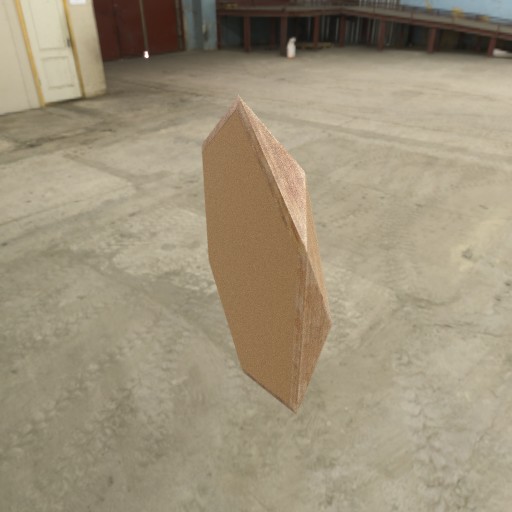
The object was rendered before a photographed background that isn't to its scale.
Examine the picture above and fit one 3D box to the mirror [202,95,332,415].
[{"bbox_3d":[0.000,0.000,1.118,0.091,0.779,0.675,-11,32,-18],"label":"mirror"}]
